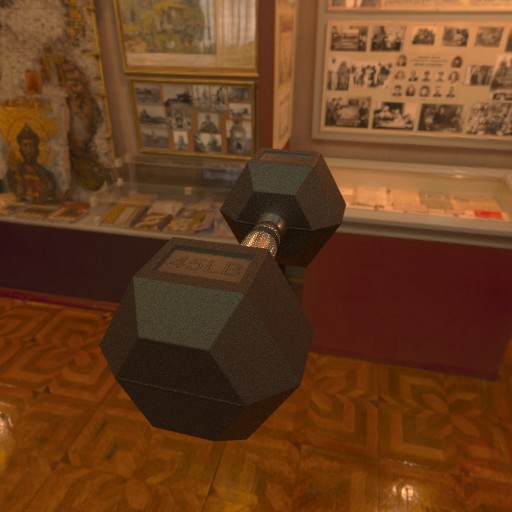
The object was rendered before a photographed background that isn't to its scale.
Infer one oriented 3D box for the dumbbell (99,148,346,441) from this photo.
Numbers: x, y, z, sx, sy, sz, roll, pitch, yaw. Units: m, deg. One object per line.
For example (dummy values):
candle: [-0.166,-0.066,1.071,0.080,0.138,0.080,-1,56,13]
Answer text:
dumbbell: [0.000,0.000,0.419,0.141,0.123,0.356,8,30,13]
